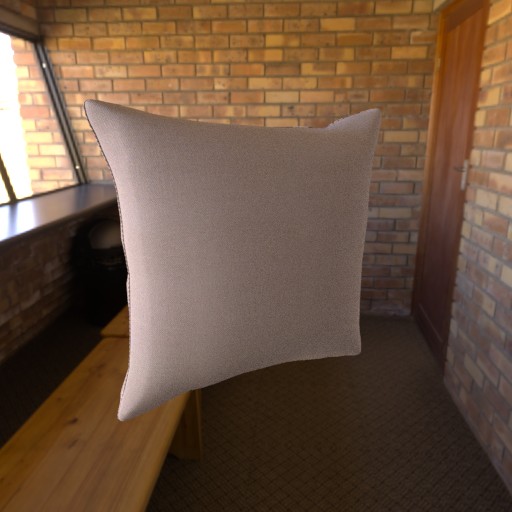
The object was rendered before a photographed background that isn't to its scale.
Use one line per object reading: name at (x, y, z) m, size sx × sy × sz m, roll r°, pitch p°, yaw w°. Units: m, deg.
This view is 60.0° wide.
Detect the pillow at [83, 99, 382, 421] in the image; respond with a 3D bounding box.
pillow at (0.000, 0.000, 0.617) m, size 0.416 × 0.401 × 0.173 m, roll -8°, pitch 17°, yaw -27°
